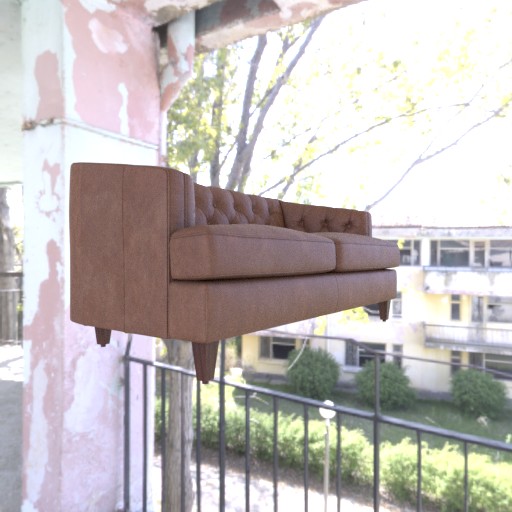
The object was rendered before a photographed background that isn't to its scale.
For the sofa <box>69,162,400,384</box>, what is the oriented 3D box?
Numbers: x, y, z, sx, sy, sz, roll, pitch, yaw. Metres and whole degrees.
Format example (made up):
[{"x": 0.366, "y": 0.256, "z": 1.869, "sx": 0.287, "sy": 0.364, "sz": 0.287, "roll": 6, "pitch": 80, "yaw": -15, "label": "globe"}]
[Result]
[{"x": 0.000, "y": 0.000, "z": 2.232, "sx": 0.914, "sy": 0.786, "sz": 1.755, "roll": 0, "pitch": 0, "yaw": 35, "label": "sofa"}]
